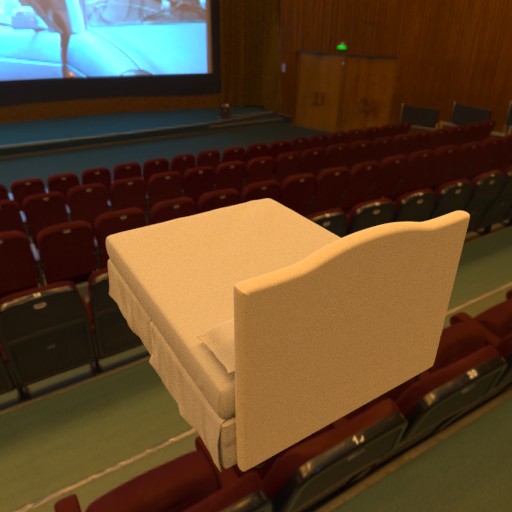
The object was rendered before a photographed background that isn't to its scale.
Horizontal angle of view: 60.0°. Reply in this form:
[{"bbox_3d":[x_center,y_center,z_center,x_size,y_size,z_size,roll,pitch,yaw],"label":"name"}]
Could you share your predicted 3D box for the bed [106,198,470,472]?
[{"bbox_3d":[0.000,0.000,3.646,1.977,1.437,2.477,-17,33,-28],"label":"bed"}]
